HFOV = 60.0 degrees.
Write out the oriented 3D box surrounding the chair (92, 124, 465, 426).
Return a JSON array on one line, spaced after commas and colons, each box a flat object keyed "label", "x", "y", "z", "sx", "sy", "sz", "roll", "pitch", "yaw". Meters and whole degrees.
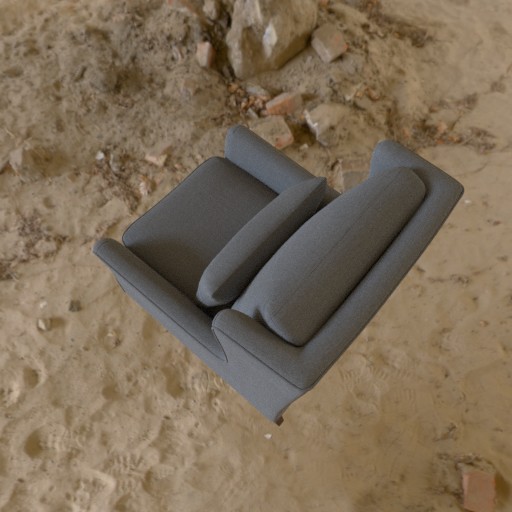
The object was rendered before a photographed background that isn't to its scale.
[{"label": "chair", "x": 0.000, "y": 0.000, "z": 1.800, "sx": 1.040, "sy": 1.056, "sz": 0.866, "roll": 37, "pitch": 68, "yaw": 18}]
